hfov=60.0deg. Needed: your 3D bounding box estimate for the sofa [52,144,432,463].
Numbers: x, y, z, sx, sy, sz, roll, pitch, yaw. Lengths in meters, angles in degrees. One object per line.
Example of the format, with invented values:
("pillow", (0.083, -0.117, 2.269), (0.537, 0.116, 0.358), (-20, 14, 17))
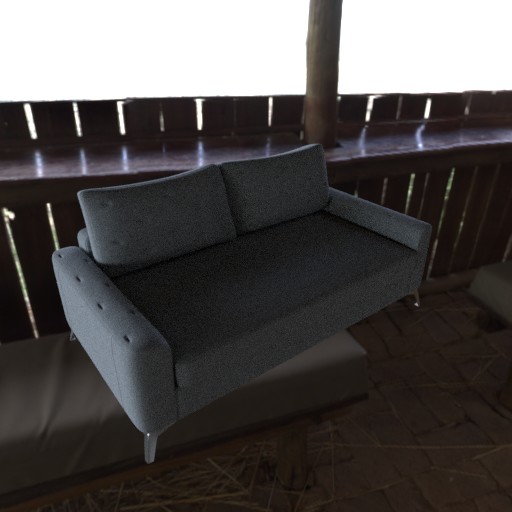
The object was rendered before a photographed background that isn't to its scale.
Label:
("sofa", (0.000, 0.000, 2.137), (1.650, 0.790, 0.920), (-20, 34, -33))
